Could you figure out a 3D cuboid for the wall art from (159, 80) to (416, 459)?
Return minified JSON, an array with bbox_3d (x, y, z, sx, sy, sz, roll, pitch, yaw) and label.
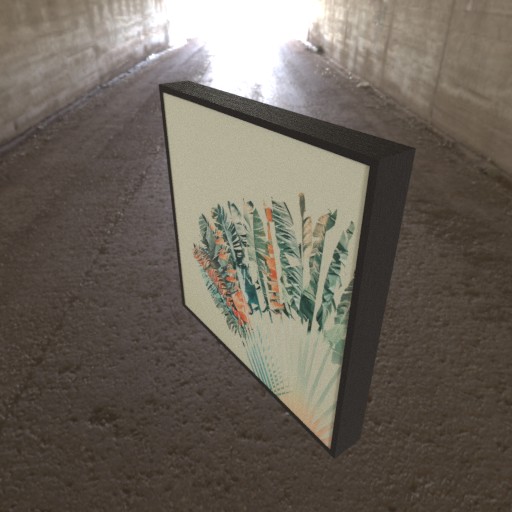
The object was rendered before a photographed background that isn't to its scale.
[{"bbox_3d":[0.000,0.000,0.463,0.036,0.300,0.302,-21,37,-31],"label":"wall art"}]
